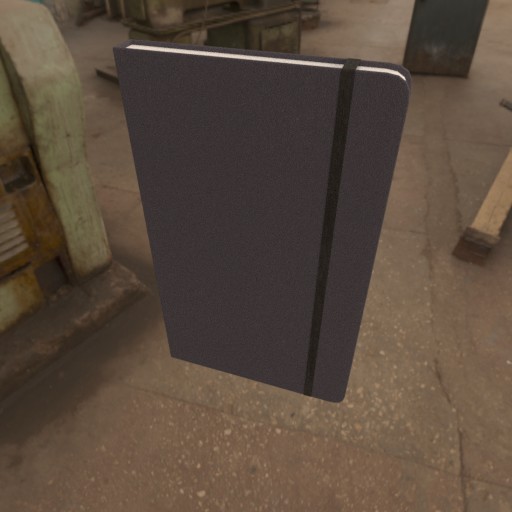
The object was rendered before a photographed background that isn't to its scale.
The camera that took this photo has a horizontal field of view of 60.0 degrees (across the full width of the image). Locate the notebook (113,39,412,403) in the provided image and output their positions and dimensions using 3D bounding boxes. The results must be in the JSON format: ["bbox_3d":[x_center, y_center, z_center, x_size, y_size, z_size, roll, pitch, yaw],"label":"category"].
[{"bbox_3d":[0.000,0.000,0.249,0.127,0.213,0.016,12,40,14],"label":"notebook"}]
